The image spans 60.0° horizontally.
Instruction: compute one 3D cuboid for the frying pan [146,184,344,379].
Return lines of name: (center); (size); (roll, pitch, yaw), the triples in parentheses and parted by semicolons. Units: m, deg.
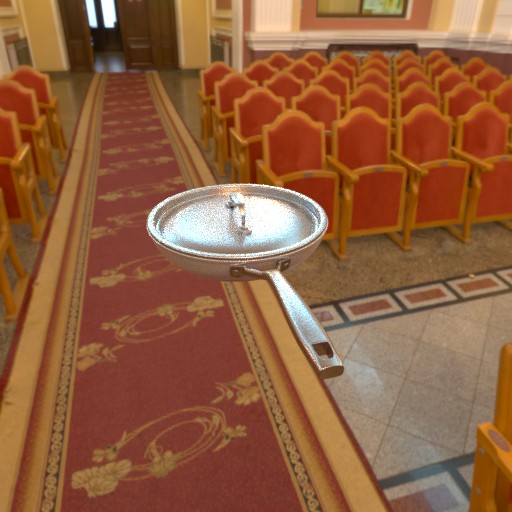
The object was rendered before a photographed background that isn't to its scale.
frying pan: (0.000, 0.000, 0.588); (0.272, 0.086, 0.490); (-7, 30, -13)
